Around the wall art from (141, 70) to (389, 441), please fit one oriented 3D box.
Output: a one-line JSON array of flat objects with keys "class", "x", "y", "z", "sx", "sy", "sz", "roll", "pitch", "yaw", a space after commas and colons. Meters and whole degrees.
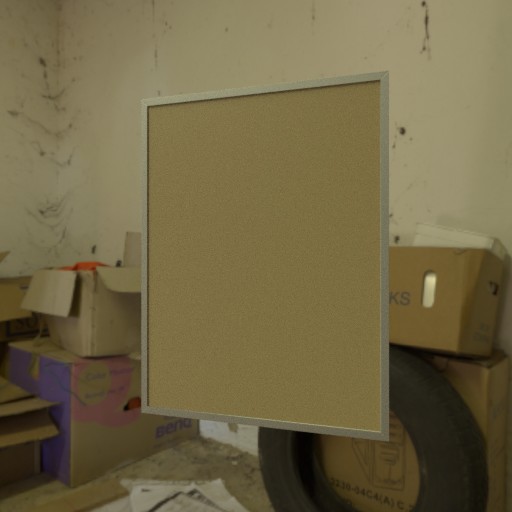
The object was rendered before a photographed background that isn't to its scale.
[{"class": "wall art", "x": 0.000, "y": 0.000, "z": 1.374, "sx": 0.789, "sy": 1.042, "sz": 0.034, "roll": 0, "pitch": 0, "yaw": 17}]
